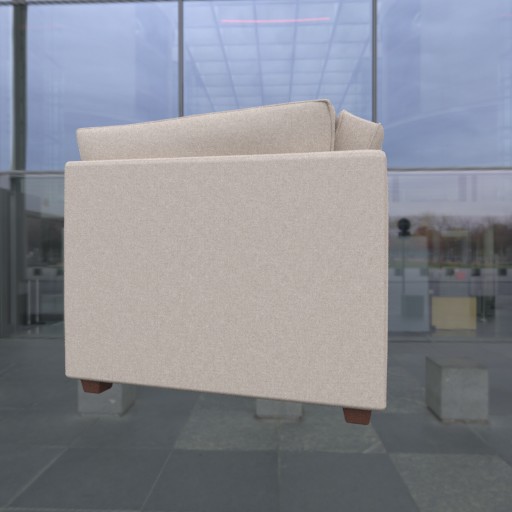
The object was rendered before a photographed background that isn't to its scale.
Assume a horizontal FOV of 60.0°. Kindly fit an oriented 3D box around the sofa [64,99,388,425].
[{"bbox_3d":[0.000,0.000,1.806,1.042,0.937,1.050,0,0,18],"label":"sofa"}]
